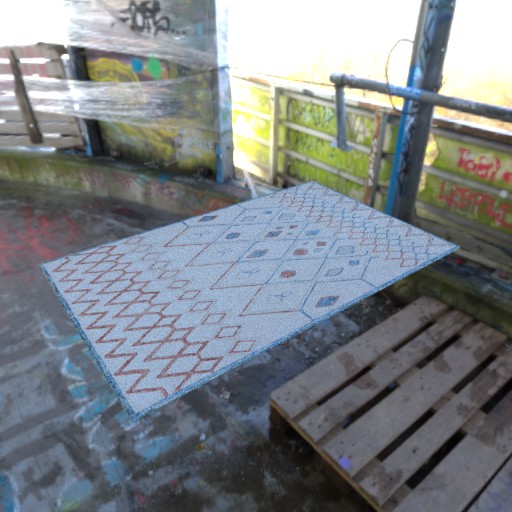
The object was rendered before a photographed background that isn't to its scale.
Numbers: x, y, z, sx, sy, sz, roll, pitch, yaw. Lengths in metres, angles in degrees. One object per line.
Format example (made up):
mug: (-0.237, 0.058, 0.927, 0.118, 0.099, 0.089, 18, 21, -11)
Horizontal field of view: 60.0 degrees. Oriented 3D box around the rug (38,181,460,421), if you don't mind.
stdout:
rug: (0.000, 0.000, 3.011, 2.438, 0.015, 1.524, -21, 37, -30)
